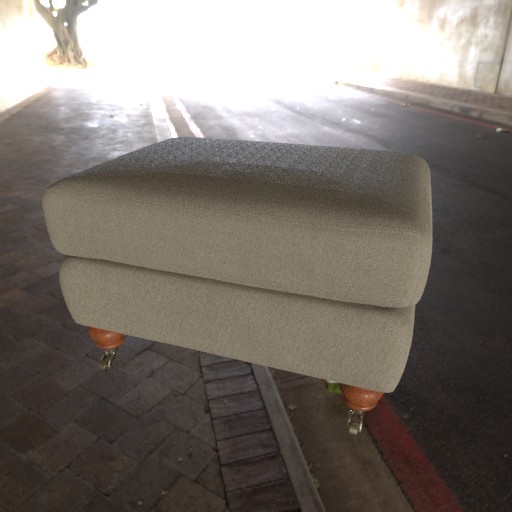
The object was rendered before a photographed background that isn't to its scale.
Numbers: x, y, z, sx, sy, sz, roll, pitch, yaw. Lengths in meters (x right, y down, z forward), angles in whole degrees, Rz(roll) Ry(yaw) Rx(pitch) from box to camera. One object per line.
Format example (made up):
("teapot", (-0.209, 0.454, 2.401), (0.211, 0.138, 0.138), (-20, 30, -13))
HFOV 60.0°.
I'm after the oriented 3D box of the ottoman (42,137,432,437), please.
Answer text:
("ottoman", (0.000, 0.000, 1.105), (0.773, 0.504, 0.569), (9, 27, 17))
